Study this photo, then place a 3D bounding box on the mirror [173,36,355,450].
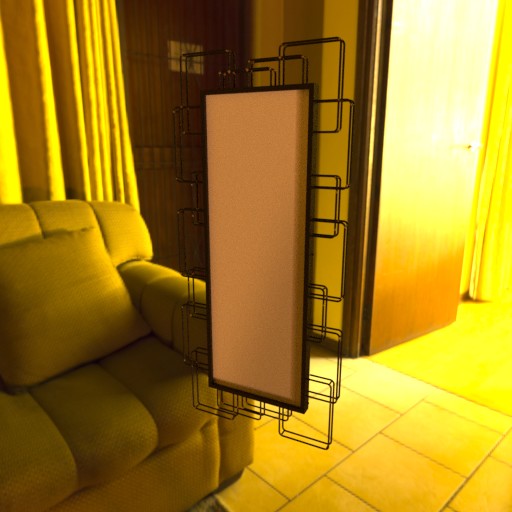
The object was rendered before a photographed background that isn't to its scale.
[{"bbox_3d":[0.000,0.000,1.371,0.565,1.192,0.037,7,16,26],"label":"mirror"}]
